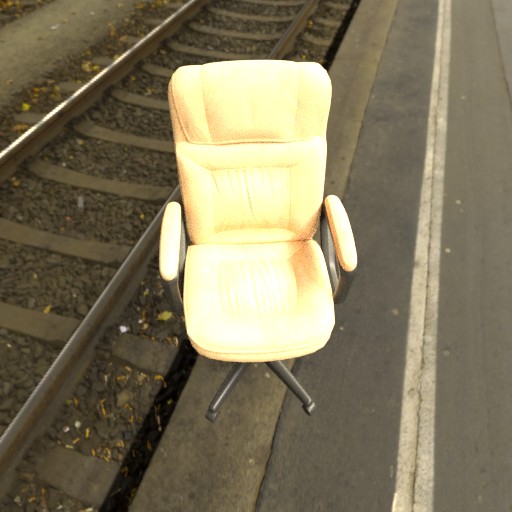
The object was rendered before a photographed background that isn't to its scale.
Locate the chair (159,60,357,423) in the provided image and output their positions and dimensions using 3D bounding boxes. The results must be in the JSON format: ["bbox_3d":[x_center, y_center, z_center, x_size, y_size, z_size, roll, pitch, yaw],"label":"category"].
[{"bbox_3d":[0.000,0.000,1.560,0.667,1.105,0.724,-3,47,-3],"label":"chair"}]
